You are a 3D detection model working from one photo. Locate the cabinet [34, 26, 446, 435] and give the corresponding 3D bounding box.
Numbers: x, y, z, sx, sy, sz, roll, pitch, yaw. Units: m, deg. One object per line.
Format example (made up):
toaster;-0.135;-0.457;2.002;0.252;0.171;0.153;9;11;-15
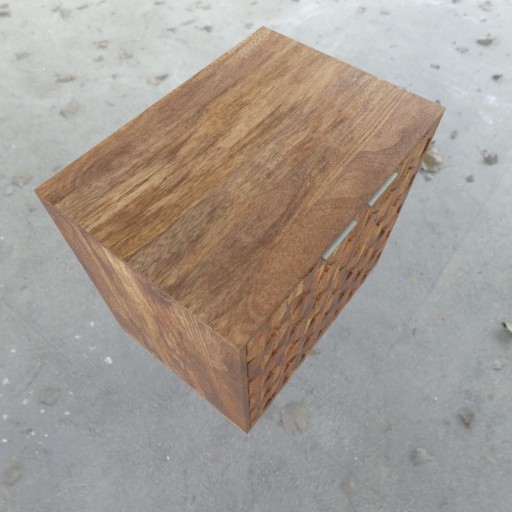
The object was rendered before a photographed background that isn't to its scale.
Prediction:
cabinet;0.000;0.000;1.146;0.473;0.758;0.647;34;64;20
